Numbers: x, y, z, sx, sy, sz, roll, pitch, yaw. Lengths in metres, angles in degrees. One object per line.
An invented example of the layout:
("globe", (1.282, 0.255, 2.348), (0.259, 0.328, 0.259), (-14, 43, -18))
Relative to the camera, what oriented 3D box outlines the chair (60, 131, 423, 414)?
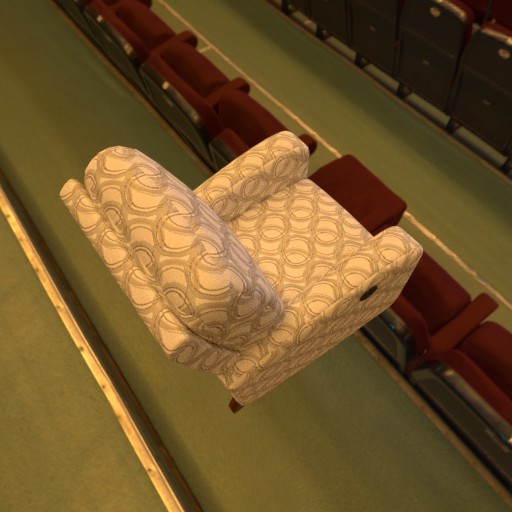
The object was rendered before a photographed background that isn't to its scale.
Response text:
("chair", (0.000, 0.000, 1.699), (0.995, 1.065, 0.796), (-33, 63, -19))
